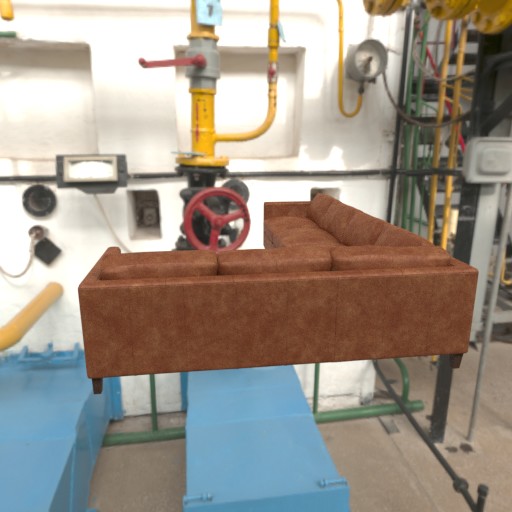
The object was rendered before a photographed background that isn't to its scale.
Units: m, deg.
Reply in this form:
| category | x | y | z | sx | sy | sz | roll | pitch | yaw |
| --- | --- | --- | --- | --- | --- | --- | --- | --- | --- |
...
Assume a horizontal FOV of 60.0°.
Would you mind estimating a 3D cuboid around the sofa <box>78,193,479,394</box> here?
| category | x | y | z | sx | sy | sz | roll | pitch | yaw |
| --- | --- | --- | --- | --- | --- | --- | --- | --- | --- |
| sofa | 0.000 | 0.000 | 4.185 | 2.438 | 0.838 | 3.167 | -2 | 15 | -7 |
